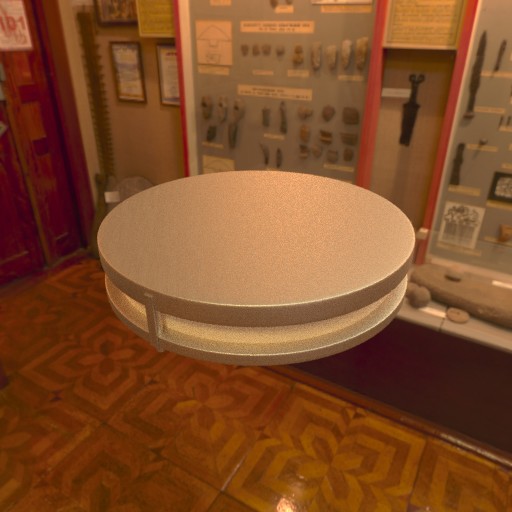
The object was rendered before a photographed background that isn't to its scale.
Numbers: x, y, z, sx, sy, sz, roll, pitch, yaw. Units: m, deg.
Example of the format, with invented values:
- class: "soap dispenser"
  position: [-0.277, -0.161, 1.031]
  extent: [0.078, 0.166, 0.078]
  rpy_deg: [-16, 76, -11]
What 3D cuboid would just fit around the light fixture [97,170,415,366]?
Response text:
- class: "light fixture"
  position: [0.000, 0.000, 0.540]
  extent: [0.356, 0.102, 0.356]
  rpy_deg: [0, 29, 0]
